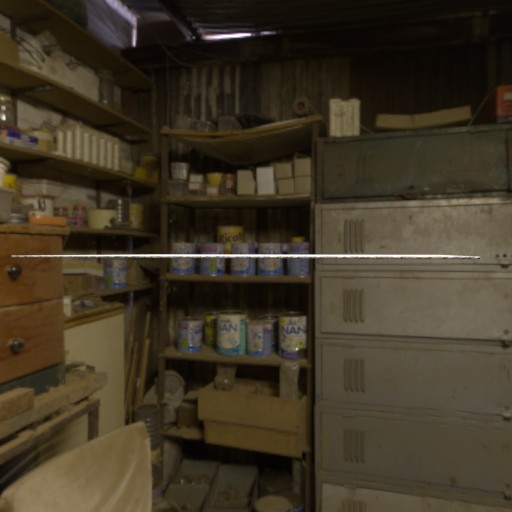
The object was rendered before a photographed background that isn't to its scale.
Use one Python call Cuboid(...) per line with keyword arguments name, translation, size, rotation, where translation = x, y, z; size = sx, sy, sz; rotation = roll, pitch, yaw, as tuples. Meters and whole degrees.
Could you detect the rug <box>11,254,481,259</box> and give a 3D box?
Cuboid(name="rug", translation=(0.000, 0.000, 2.215), size=(1.824, 0.008, 1.220), rotation=(0, 0, 17))
